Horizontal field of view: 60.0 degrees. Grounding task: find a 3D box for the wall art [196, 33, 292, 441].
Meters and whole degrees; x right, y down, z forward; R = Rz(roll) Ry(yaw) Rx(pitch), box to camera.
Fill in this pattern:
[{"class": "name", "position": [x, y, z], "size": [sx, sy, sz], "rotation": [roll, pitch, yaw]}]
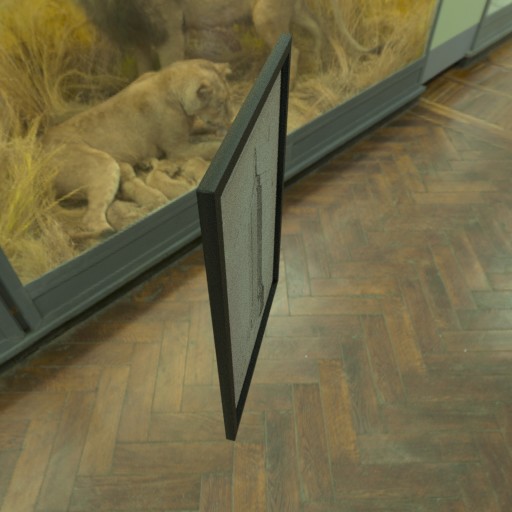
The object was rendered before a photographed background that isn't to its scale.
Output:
[{"class": "wall art", "position": [0.000, 0.000, 0.563], "size": [0.013, 0.431, 0.303], "rotation": [10, 47, 9]}]
